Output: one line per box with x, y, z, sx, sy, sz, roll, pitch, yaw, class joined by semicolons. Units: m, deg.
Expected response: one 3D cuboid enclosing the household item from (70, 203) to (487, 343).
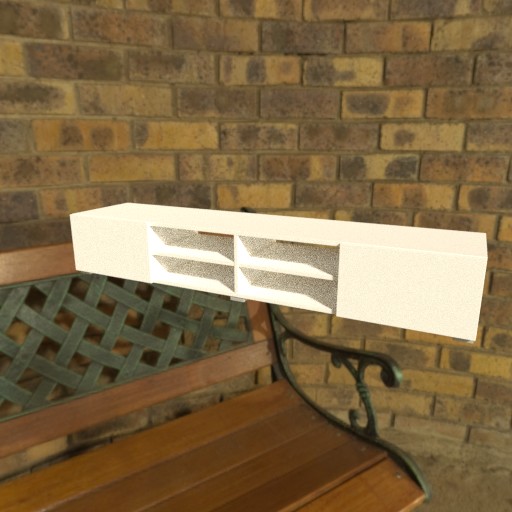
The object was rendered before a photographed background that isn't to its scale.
0.000;0.000;2.030;1.850;0.310;0.420;7;17;25;household item
